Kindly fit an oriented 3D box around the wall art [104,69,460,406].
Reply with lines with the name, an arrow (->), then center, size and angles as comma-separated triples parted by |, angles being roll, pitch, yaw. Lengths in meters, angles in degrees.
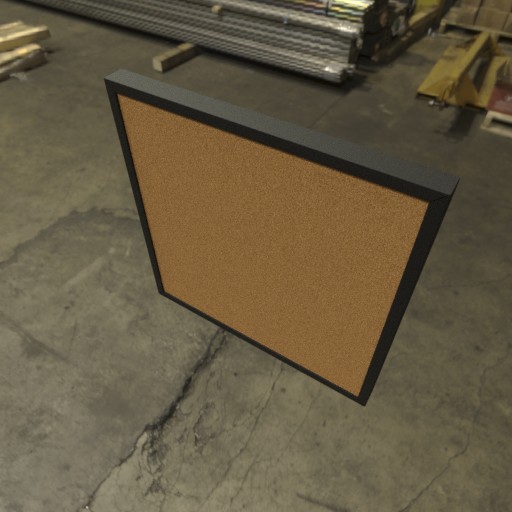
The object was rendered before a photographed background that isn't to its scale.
wall art -> 0.000, 0.000, 0.752 | 0.508, 0.508, 0.037 | 25, 52, 22
